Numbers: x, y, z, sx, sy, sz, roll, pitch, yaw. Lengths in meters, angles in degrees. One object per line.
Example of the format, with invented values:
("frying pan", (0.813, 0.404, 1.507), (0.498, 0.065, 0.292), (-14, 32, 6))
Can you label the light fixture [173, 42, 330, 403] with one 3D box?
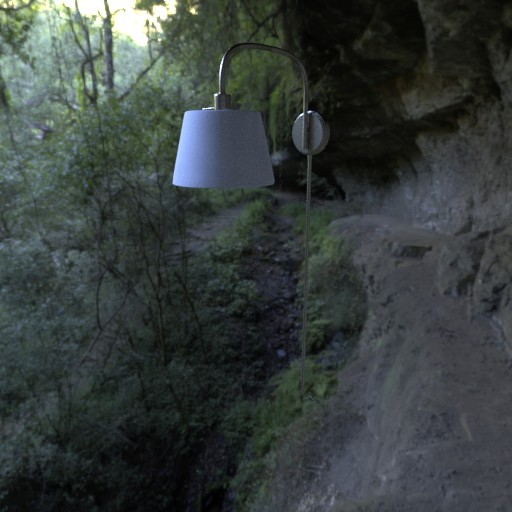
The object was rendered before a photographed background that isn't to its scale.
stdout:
("light fixture", (0.000, 0.000, 0.453), (0.092, 0.399, 0.176), (14, 21, 42))
